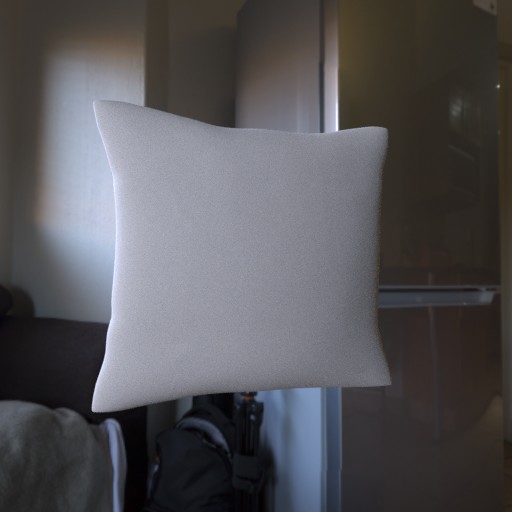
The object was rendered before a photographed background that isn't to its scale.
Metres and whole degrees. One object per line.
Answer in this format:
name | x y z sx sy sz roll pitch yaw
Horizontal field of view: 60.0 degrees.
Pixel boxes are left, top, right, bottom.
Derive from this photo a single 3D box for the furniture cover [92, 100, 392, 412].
furniture cover | 0.000 0.000 0.794 0.552 0.509 0.193 0 -1 -16
